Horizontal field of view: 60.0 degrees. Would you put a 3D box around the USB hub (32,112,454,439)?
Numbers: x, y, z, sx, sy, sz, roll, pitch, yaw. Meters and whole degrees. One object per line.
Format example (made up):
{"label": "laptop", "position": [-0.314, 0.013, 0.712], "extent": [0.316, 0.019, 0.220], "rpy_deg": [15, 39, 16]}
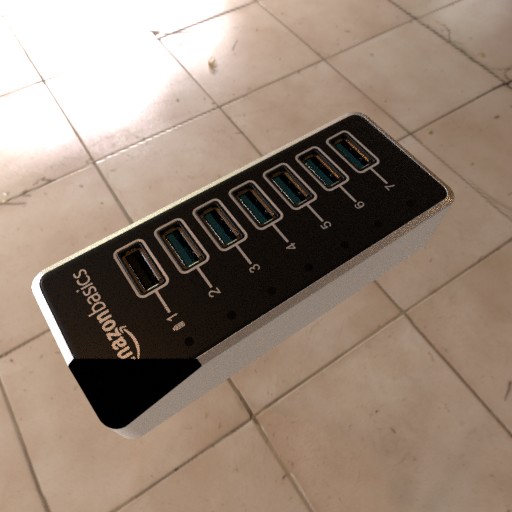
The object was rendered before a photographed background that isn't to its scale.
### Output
{"label": "USB hub", "position": [0.000, 0.000, 0.127], "extent": [0.110, 0.023, 0.044], "rpy_deg": [-31, 64, -17]}
